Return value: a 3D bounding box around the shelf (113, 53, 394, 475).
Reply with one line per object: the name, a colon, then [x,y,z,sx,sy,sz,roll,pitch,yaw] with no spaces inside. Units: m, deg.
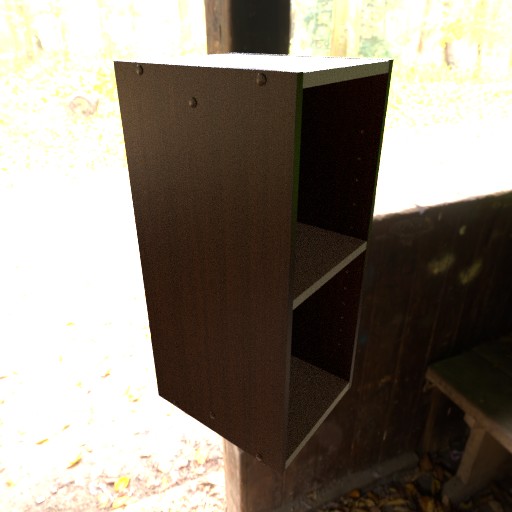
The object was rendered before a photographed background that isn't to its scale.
shelf: [0.000,0.000,0.740,0.290,0.600,0.253,19,33,32]
